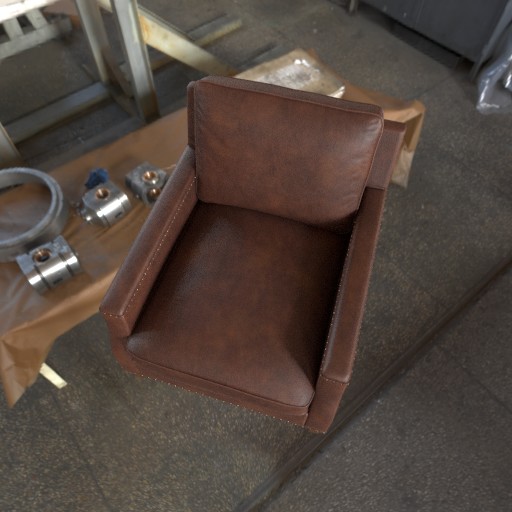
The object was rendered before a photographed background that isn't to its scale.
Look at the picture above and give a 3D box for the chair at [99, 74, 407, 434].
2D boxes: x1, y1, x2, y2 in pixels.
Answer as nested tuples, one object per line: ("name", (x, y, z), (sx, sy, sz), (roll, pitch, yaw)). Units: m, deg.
("chair", (0.000, 0.000, 1.698), (0.853, 0.929, 1.014), (15, 58, 9))
